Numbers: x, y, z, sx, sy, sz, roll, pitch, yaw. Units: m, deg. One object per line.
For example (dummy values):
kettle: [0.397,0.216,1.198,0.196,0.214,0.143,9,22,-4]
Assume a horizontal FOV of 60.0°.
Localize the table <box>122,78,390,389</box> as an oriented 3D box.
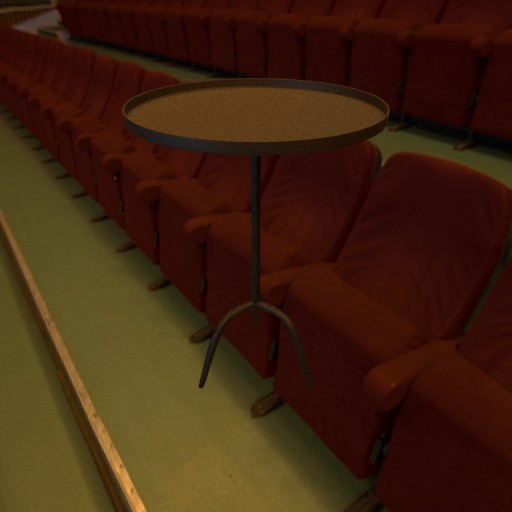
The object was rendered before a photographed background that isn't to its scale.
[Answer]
table: [0.000,0.000,1.042,0.502,0.700,0.502,-21,37,-30]
